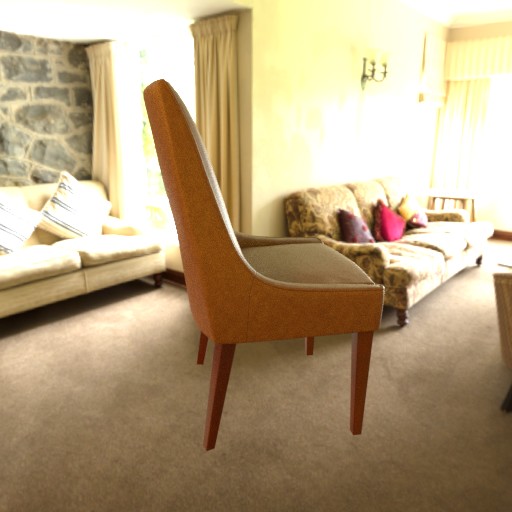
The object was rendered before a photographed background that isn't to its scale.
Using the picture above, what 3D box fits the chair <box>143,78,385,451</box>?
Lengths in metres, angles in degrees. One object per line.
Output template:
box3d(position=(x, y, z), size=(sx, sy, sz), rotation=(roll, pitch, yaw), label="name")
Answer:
box3d(position=(0.000, 0.000, 1.208), size=(0.544, 0.861, 0.529), rotation=(-3, 15, -9), label="chair")
